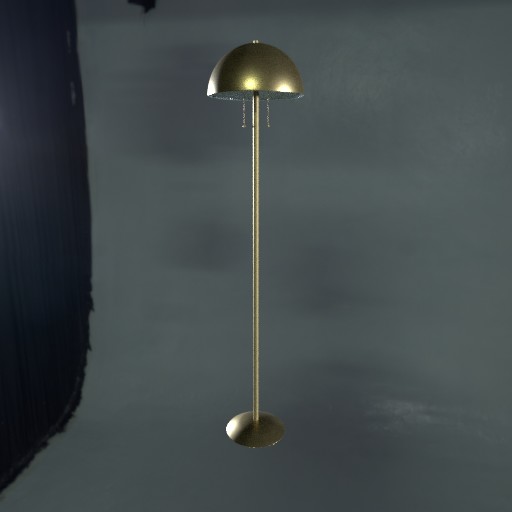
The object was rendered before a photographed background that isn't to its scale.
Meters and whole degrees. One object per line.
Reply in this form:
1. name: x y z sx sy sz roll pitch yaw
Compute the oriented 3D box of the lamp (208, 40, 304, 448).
1. lamp: 0.000 0.000 1.660 0.328 1.480 0.328 2 14 9
